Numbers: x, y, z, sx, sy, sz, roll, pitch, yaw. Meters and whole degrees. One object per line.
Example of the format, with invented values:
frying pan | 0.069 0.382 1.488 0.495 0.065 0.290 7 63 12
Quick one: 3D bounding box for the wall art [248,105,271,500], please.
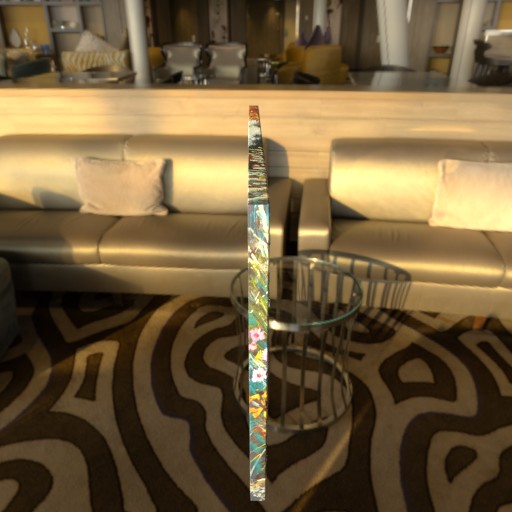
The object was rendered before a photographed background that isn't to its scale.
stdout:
wall art | 0.000 0.000 1.413 0.042 0.760 1.136 0 27 -1
